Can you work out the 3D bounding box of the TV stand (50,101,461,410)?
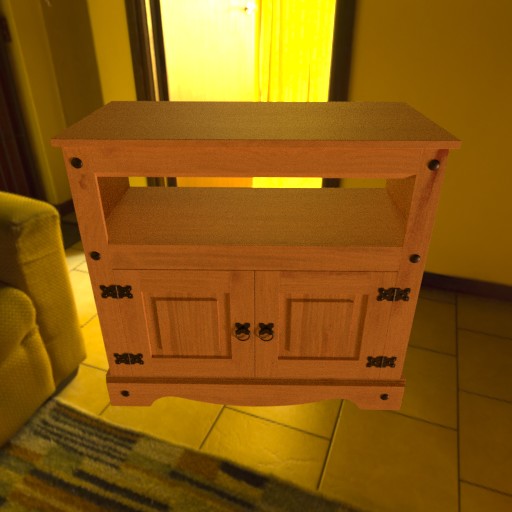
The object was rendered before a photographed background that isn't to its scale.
[{"bbox_3d":[0.000,0.000,1.292,0.851,0.787,0.430,0,29,1],"label":"TV stand"}]
